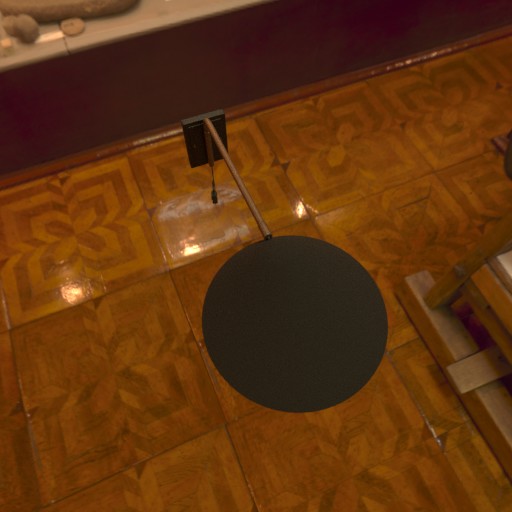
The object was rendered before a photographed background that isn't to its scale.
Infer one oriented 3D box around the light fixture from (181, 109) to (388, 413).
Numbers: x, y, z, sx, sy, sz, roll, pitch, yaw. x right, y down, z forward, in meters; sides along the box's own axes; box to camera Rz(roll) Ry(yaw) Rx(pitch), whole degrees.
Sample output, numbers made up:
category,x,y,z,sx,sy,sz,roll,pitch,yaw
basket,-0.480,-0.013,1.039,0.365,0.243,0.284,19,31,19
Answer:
category,x,y,z,sx,sy,sz,roll,pitch,yaw
light fixture,0.000,0.000,0.704,0.240,0.312,0.516,-19,64,-10
